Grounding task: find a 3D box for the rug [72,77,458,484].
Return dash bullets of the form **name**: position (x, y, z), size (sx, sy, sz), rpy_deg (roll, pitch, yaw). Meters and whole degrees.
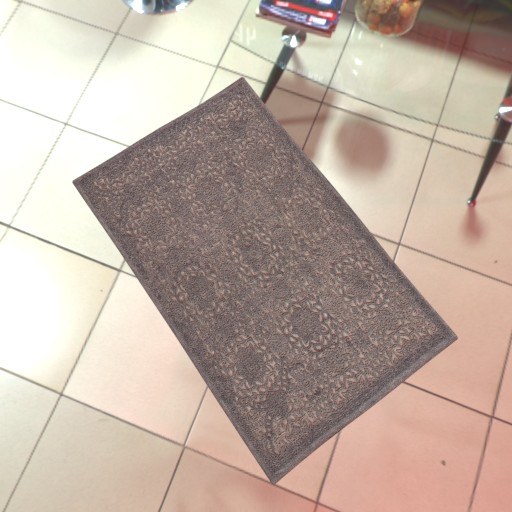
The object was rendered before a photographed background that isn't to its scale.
- **rug**: position (0.000, 0.000, 3.100), size (1.535, 0.022, 2.498), rpy_deg (-35, 78, -9)
